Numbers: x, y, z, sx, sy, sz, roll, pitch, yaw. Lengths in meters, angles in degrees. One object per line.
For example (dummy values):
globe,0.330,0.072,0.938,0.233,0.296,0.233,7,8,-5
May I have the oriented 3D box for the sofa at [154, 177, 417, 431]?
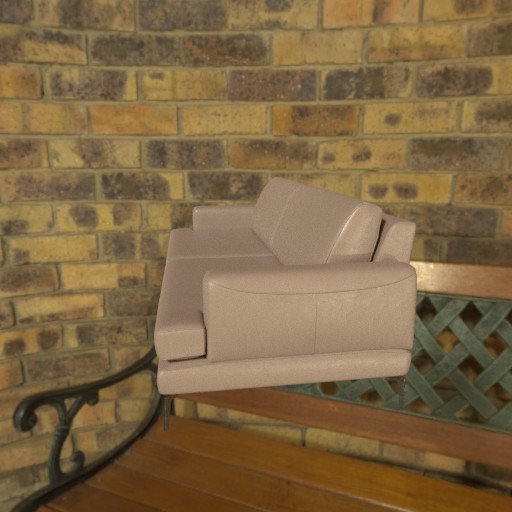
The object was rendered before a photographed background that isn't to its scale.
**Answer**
sofa,0.000,0.000,2.412,0.974,0.765,1.940,-2,13,-9
